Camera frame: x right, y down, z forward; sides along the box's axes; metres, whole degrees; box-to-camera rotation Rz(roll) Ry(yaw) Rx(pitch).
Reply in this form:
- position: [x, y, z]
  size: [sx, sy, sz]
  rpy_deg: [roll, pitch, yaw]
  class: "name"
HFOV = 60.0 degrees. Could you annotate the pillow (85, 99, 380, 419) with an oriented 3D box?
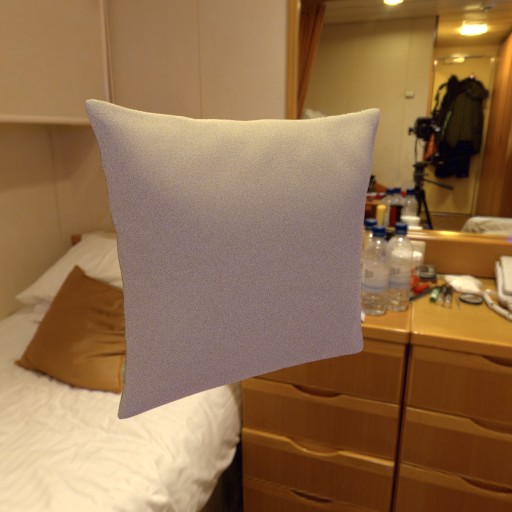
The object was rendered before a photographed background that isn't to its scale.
- position: [0.000, 0.000, 0.787]
  size: [0.523, 0.510, 0.166]
  rpy_deg: [-8, 18, -26]
  class: "pillow"
